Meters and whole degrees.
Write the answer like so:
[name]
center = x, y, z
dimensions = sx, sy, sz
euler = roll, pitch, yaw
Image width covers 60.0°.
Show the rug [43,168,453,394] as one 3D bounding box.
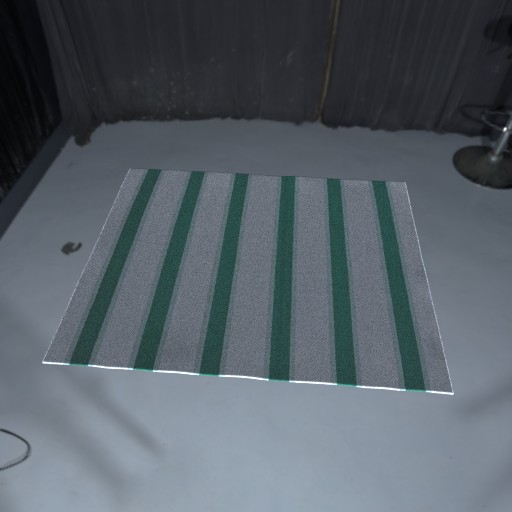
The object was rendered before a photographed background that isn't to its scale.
[rug]
center = 0.000, 0.000, 4.070
dimensions = 3.041, 0.019, 2.434
euler = 3, 48, 3
